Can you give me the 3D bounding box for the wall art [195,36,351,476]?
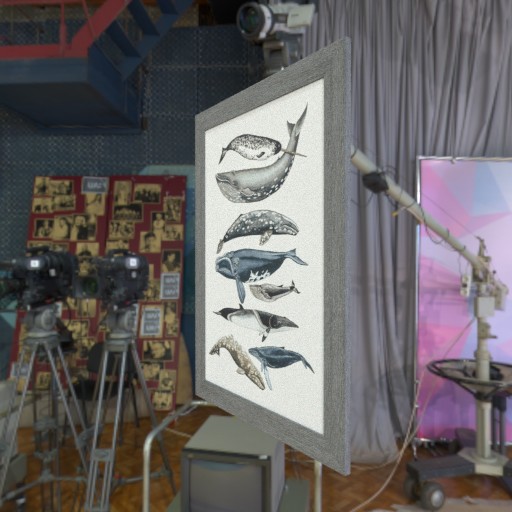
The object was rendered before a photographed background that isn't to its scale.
[{"bbox_3d":[0.000,0.000,1.396,0.020,1.070,0.768,0,0,-36],"label":"wall art"}]
